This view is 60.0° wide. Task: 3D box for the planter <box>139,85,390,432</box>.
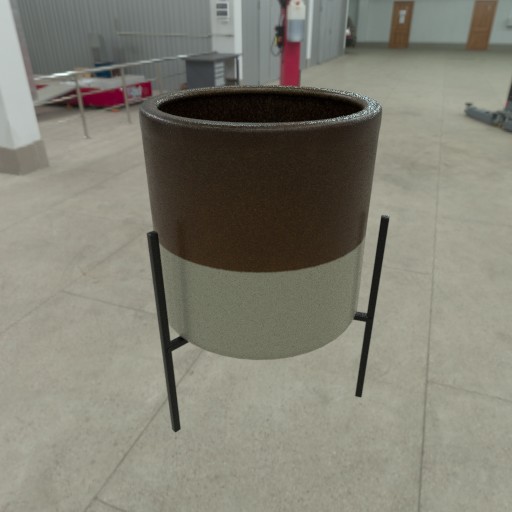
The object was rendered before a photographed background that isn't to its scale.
[{"bbox_3d":[0.000,0.000,0.555,0.255,0.375,0.269,-7,29,-13],"label":"planter"}]
